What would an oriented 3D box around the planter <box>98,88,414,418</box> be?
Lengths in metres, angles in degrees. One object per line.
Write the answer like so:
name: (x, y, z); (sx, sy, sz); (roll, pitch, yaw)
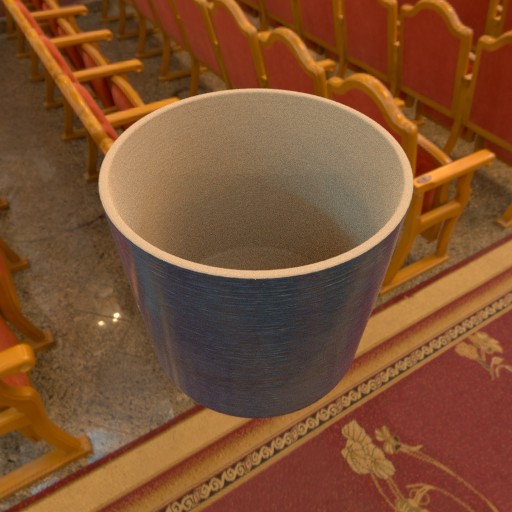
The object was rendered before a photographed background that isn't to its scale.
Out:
planter: (0.000, 0.000, 0.393); (0.221, 0.201, 0.221); (0, 47, 0)
